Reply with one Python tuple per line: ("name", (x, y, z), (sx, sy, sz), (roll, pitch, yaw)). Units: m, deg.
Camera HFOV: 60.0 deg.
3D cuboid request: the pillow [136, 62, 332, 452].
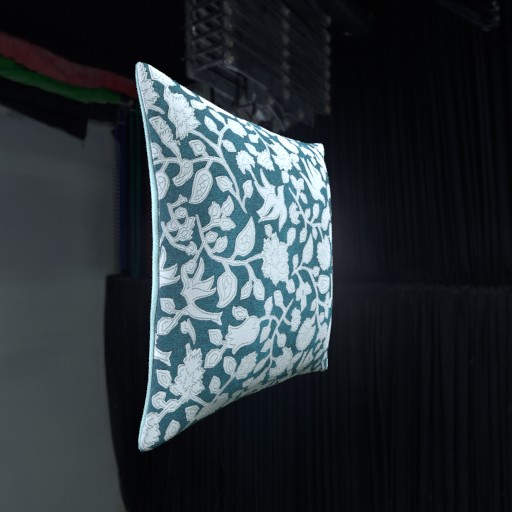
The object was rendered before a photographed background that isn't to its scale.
("pillow", (0.000, 0.000, 0.786), (0.166, 0.508, 0.525), (0, -1, 35))
